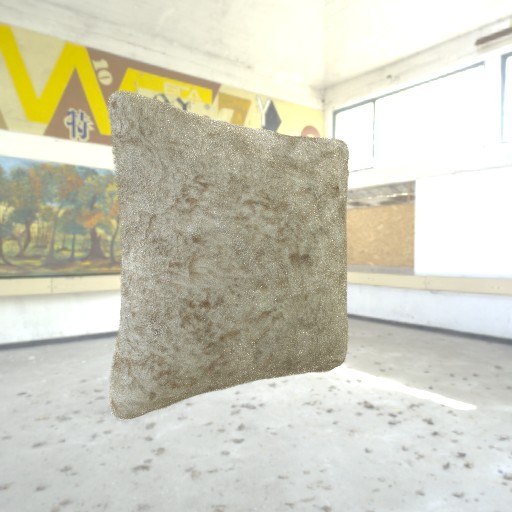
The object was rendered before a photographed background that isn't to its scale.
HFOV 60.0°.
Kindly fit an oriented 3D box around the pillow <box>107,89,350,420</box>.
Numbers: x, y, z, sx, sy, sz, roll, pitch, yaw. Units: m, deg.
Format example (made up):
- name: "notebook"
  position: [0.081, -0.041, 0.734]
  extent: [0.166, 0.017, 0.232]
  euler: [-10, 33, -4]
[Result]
- name: "pillow"
  position: [0.000, 0.000, 0.826]
  extent: [0.538, 0.525, 0.216]
  euler: [-1, 1, -36]
